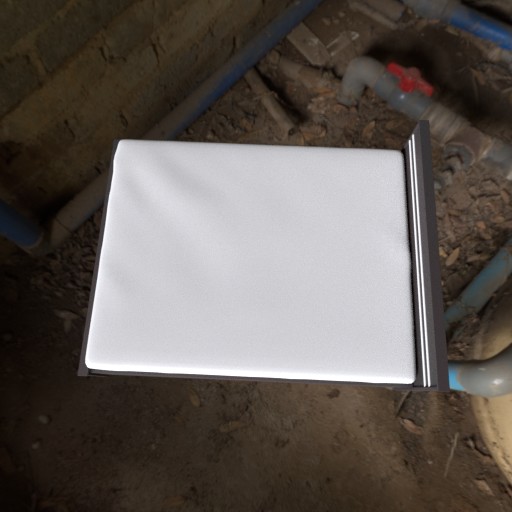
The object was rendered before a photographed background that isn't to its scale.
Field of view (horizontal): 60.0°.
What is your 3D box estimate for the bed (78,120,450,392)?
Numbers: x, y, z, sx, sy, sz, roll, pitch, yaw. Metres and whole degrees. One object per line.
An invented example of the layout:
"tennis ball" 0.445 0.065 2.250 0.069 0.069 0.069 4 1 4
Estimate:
"bed" 0.000 0.000 2.950 2.103 0.808 1.634 2 73 1
